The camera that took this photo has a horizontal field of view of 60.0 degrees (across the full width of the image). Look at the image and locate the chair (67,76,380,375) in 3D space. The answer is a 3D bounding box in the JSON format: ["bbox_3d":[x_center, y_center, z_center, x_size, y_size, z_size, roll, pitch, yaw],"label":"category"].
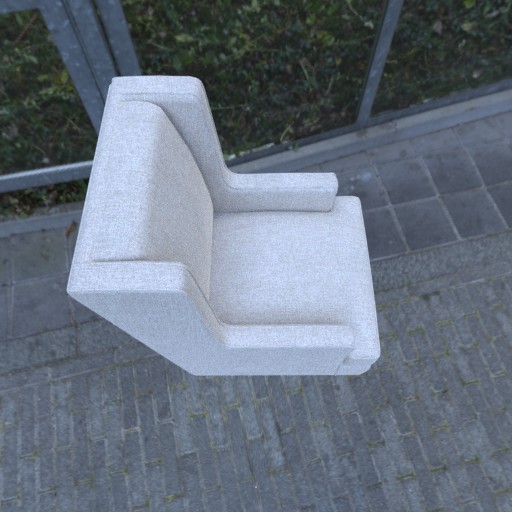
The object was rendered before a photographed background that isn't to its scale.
[{"bbox_3d":[0.000,0.000,1.728,0.948,1.082,0.764,0,62,0],"label":"chair"}]
